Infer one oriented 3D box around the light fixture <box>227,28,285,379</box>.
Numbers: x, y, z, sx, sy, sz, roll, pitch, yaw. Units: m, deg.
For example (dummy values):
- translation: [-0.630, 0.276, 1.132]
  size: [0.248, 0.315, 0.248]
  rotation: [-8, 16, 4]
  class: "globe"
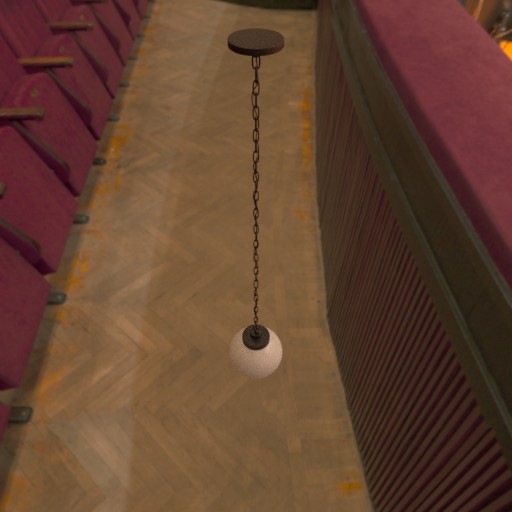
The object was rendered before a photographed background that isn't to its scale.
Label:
- translation: [0.000, 0.000, 1.999]
  size: [0.305, 1.867, 0.304]
  rotation: [-3, 45, -2]
  class: "light fixture"
